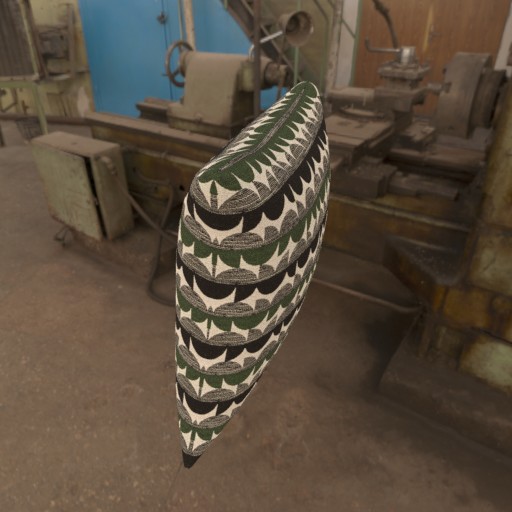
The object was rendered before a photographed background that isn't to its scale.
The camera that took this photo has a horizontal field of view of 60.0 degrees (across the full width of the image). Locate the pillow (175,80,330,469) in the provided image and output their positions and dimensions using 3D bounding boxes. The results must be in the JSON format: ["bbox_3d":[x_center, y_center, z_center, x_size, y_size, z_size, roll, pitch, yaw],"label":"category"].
[{"bbox_3d":[0.000,0.000,0.624,0.180,0.404,0.419,9,33,14],"label":"pillow"}]
